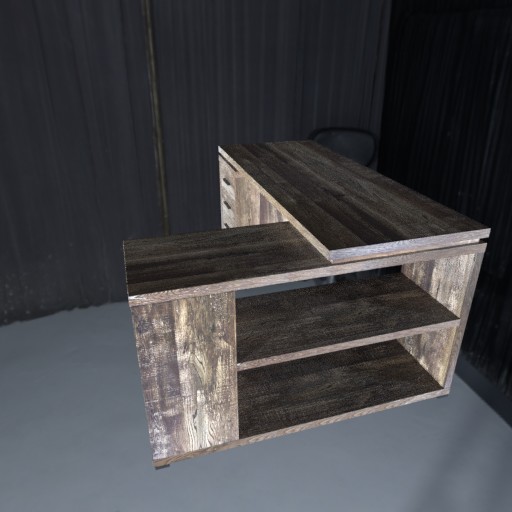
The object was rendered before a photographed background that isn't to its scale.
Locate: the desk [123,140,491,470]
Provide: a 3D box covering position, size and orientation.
[{"bbox_3d":[0.000,0.000,2.167,1.200,0.753,1.524,-8,27,-15],"label":"desk"}]
